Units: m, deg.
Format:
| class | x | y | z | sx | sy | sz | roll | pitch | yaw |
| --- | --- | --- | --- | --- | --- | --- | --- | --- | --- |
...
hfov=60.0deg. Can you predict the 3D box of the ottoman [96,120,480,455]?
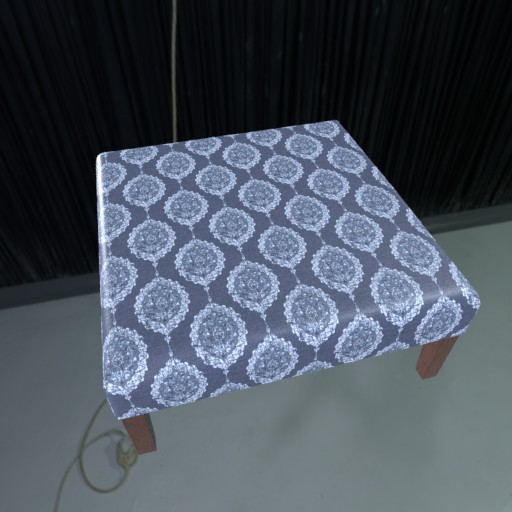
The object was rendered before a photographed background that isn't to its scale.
| class | x | y | z | sx | sy | sz | roll | pitch | yaw |
| --- | --- | --- | --- | --- | --- | --- | --- | --- | --- |
| ottoman | 0.000 | 0.000 | 1.384 | 0.889 | 0.409 | 0.890 | -11 | 46 | -11 |
